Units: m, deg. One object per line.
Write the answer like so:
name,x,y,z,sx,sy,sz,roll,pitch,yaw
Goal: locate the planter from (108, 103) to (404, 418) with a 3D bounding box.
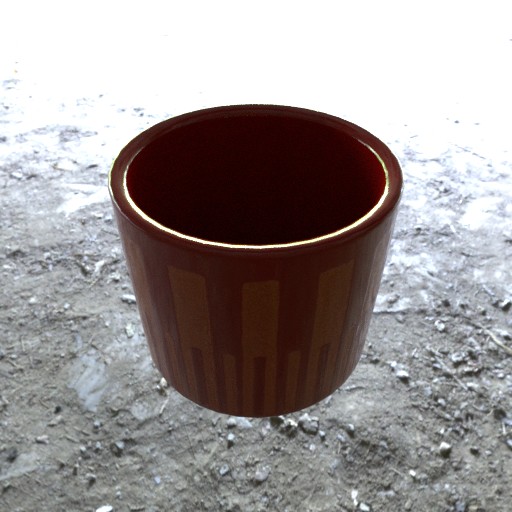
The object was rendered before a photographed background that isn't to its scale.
planter,0.000,0.000,0.416,0.230,0.202,0.230,0,41,0
